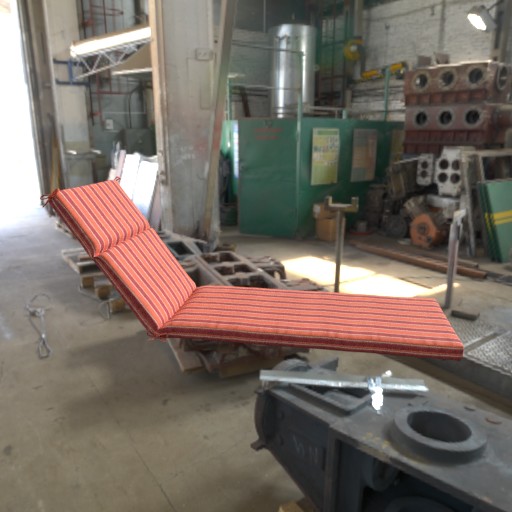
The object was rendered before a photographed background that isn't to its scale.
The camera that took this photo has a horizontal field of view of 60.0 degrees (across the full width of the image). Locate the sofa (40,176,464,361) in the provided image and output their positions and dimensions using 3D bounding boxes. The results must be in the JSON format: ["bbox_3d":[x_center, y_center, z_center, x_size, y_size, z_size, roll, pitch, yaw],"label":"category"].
[{"bbox_3d":[0.000,0.000,1.950,1.663,0.622,0.582,3,16,10],"label":"sofa"}]
